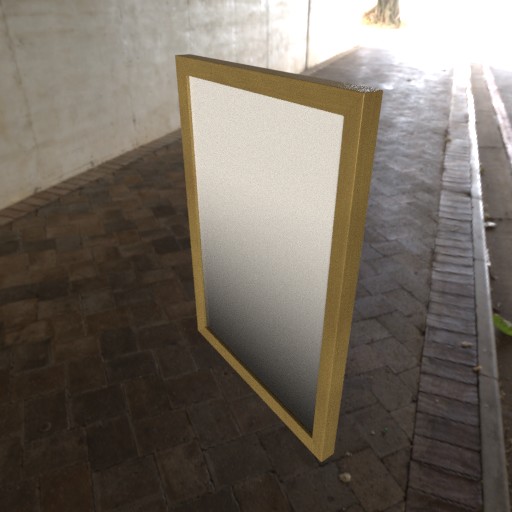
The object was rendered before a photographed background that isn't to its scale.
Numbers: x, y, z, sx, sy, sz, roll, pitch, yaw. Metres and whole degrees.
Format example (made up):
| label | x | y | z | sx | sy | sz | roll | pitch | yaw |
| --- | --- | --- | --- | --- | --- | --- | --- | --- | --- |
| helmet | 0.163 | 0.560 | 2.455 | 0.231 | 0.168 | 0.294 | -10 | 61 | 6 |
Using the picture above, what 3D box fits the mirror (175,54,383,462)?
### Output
| label | x | y | z | sx | sy | sz | roll | pitch | yaw |
| --- | --- | --- | --- | --- | --- | --- | --- | --- | --- |
| mirror | 0.000 | 0.000 | 0.904 | 0.040 | 0.710 | 0.507 | -20 | 36 | -30 |
